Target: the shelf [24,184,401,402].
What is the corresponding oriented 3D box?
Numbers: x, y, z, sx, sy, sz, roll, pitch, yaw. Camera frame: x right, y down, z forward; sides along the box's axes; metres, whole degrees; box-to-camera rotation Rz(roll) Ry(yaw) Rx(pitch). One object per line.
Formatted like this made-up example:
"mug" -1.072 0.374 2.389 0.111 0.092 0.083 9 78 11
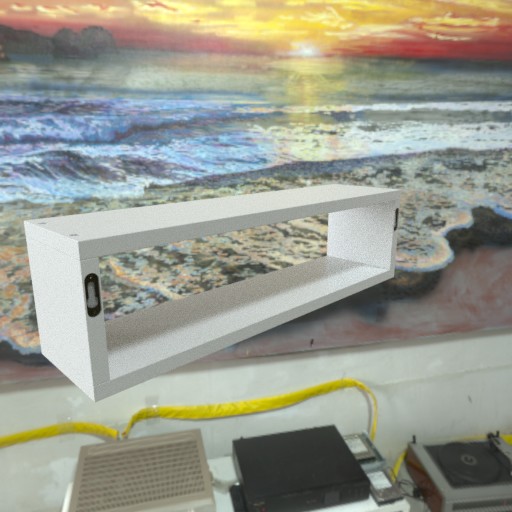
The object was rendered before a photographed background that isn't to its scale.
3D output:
"shelf" 0.000 0.000 0.692 0.610 0.170 0.150 -14 20 -42
